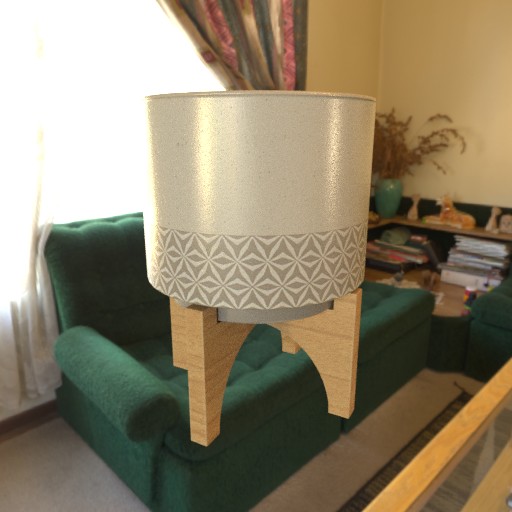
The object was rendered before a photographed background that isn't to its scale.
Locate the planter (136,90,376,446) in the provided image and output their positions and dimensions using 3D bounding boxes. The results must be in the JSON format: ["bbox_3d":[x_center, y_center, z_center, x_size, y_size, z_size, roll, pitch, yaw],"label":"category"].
[{"bbox_3d":[0.000,0.000,0.518,0.249,0.343,0.249,0,16,0],"label":"planter"}]
